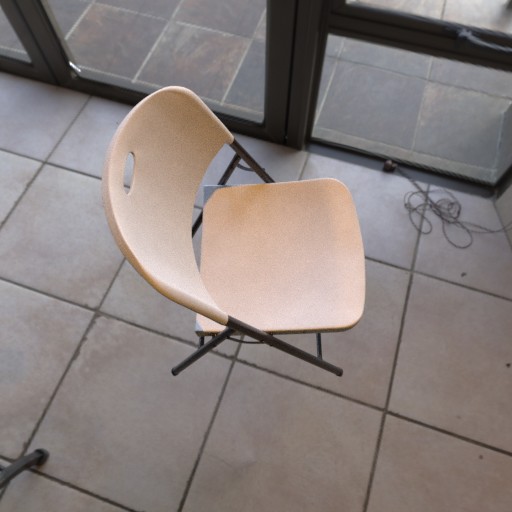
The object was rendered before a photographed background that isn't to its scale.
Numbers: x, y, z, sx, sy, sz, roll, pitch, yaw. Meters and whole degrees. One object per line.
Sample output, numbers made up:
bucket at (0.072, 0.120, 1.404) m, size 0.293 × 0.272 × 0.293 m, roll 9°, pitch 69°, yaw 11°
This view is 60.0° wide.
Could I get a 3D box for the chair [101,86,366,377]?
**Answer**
chair at (0.000, 0.000, 1.179) m, size 0.566 × 0.810 × 0.494 m, roll 0°, pitch 65°, yaw 0°
